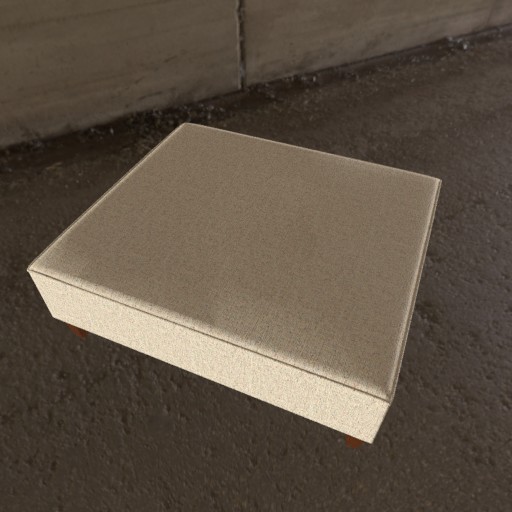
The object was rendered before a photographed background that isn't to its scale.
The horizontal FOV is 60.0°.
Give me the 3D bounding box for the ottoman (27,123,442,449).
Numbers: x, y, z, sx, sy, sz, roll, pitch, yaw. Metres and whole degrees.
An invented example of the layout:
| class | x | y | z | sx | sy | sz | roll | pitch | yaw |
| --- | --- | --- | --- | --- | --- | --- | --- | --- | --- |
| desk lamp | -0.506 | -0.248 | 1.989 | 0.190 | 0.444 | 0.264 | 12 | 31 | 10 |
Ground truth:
| class | x | y | z | sx | sy | sz | roll | pitch | yaw |
| --- | --- | --- | --- | --- | --- | --- | --- | --- | --- |
| ottoman | 0.000 | 0.000 | 1.229 | 0.835 | 0.303 | 0.736 | 17 | 48 | 16 |
